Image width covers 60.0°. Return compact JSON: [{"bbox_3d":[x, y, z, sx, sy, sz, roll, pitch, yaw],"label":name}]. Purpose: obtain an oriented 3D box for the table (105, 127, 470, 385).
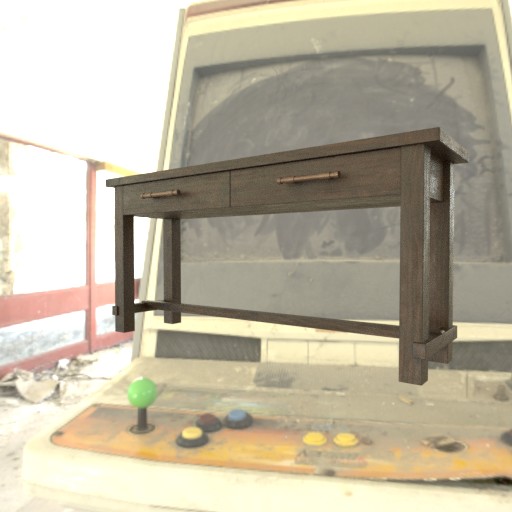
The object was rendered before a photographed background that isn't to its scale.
[{"bbox_3d":[0.000,0.000,1.908,1.599,0.762,0.442,1,1,37],"label":"table"}]
